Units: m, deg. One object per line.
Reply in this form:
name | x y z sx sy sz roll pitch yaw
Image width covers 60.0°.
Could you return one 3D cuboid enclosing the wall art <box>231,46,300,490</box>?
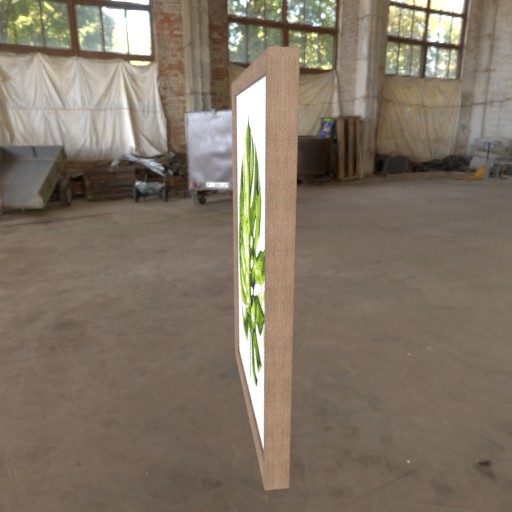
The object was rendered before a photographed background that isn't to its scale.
wall art | 0.000 0.000 0.655 0.031 0.509 0.356 -2 16 -8
